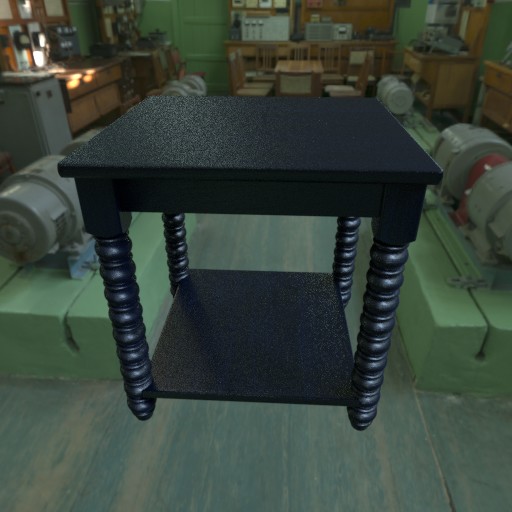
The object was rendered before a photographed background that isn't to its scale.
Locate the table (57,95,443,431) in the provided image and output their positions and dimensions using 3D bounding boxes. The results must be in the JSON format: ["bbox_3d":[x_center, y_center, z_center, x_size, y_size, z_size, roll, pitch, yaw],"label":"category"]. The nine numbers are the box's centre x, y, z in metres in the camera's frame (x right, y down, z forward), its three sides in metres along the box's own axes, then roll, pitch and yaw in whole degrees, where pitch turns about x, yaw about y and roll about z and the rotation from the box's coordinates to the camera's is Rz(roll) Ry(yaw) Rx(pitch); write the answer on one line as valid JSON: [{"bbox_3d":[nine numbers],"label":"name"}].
[{"bbox_3d":[0.000,0.000,0.957,0.533,0.567,0.500,2,30,3],"label":"table"}]
